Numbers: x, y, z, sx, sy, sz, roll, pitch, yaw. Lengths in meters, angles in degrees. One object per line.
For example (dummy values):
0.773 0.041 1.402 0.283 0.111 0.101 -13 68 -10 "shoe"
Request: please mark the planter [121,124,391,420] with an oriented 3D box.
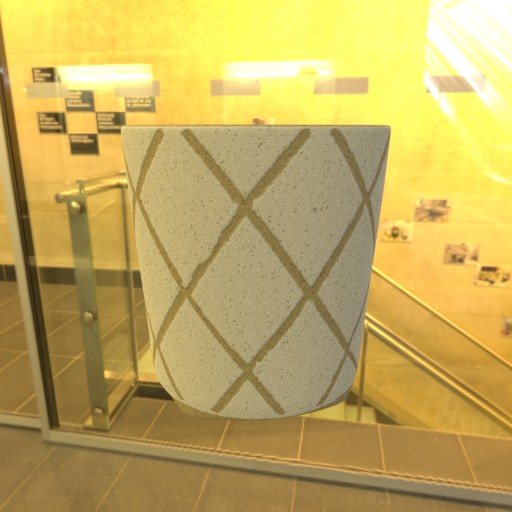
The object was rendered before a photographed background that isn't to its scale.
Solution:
0.000 0.000 0.352 0.191 0.199 0.191 0 16 0 "planter"
